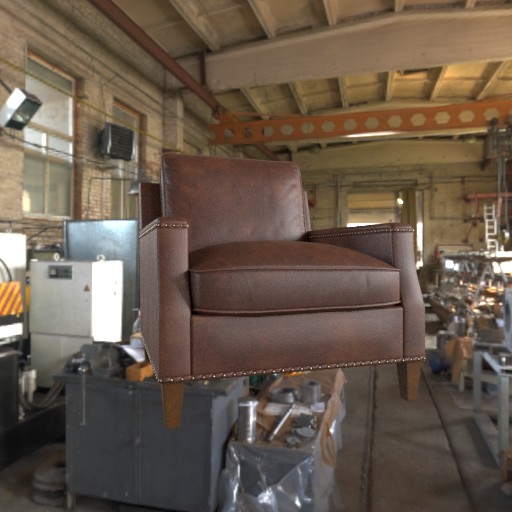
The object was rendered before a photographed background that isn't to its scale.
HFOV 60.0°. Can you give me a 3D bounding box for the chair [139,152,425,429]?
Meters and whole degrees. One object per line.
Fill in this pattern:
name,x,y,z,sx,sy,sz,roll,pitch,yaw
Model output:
chair,0.000,0.000,1.746,0.853,0.929,1.014,0,0,-18
